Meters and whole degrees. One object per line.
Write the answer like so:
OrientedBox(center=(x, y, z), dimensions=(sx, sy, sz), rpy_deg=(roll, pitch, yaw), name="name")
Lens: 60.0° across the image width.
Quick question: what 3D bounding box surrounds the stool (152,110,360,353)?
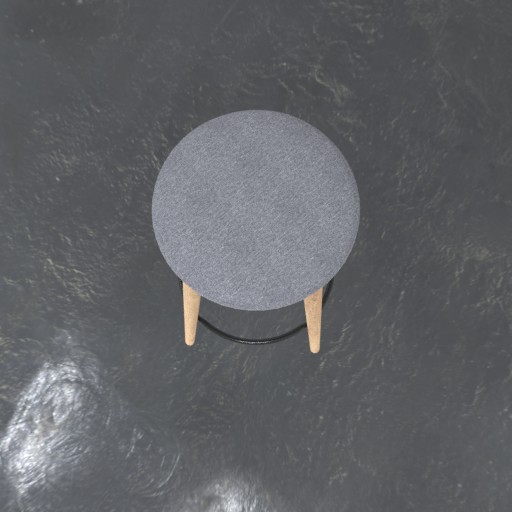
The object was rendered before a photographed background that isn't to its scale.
OrientedBox(center=(0.000, 0.000, 1.023), dimensions=(0.410, 0.770, 0.410), rpy_deg=(3, 77, 1), name="stool")
